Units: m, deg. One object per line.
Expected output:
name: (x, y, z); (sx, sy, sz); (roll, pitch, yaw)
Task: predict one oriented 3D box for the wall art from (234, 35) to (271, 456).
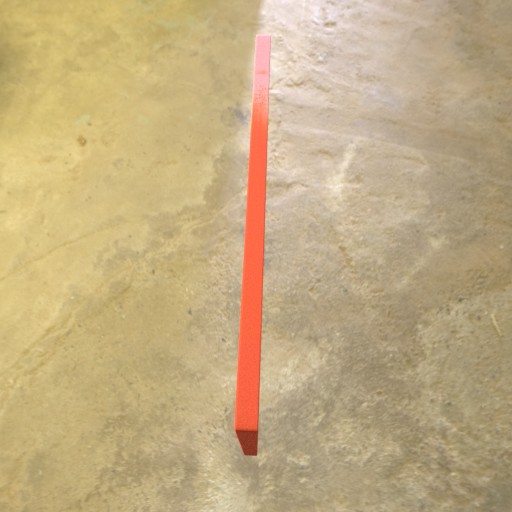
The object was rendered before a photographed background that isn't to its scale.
wall art: (0.000, 0.000, 1.148); (0.040, 0.609, 0.913); (2, 63, 1)
